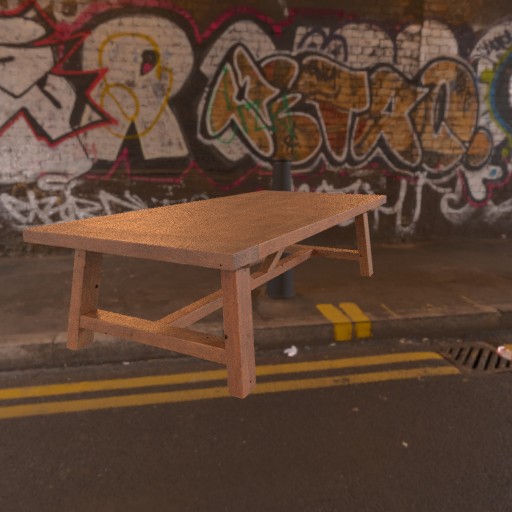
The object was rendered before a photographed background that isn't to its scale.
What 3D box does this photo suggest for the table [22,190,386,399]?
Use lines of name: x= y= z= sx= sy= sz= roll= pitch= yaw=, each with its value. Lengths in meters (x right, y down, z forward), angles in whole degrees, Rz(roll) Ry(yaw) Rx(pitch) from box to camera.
table: x=0.000 y=0.000 z=2.126 sx=0.820 sy=0.465 sz=1.800 roll=7 pitch=15 yaw=27
